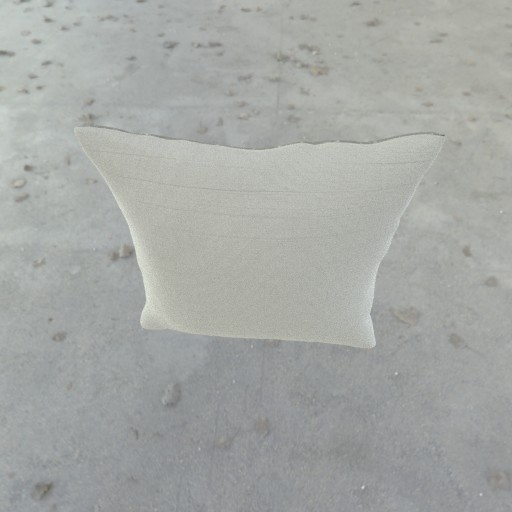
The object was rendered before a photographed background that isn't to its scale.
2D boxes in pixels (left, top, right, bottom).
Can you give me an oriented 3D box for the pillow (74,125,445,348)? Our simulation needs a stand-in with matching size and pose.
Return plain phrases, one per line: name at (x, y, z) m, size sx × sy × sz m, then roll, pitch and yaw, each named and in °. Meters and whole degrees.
pillow at (0.000, 0.000, 0.721) m, size 0.470 × 0.464 × 0.175 m, roll 3°, pitch 48°, yaw 3°
